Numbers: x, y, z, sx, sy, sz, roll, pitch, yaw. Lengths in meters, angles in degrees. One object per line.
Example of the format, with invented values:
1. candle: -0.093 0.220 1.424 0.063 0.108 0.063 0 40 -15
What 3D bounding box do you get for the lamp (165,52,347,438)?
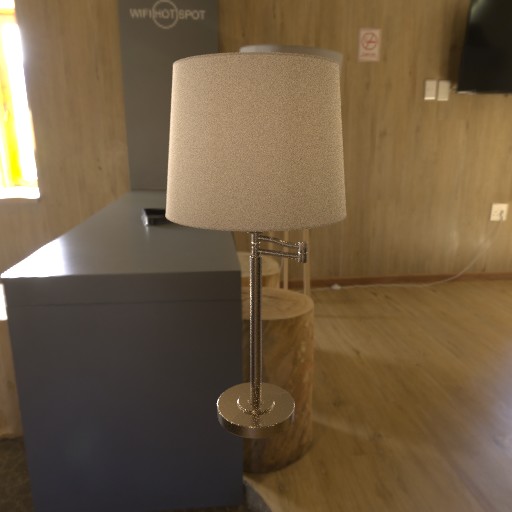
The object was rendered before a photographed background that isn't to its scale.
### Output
1. lamp: 0.000 0.000 0.852 0.333 0.696 0.333 0 15 0
